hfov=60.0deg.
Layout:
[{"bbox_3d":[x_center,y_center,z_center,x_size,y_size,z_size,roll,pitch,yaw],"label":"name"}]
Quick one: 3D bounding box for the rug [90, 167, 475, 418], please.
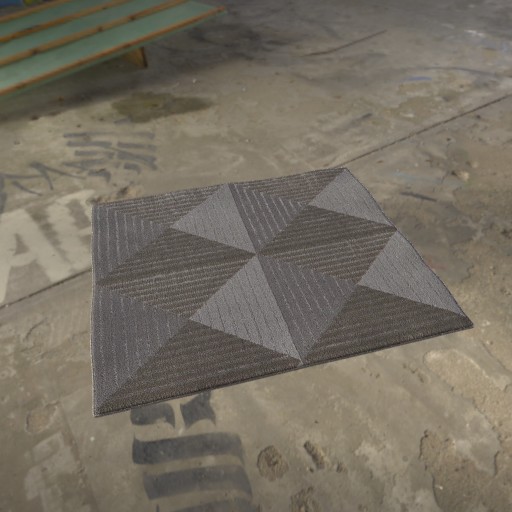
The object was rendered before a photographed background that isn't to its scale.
[{"bbox_3d":[0.000,0.000,0.894,0.642,0.008,0.551,-10,43,-11],"label":"rug"}]
